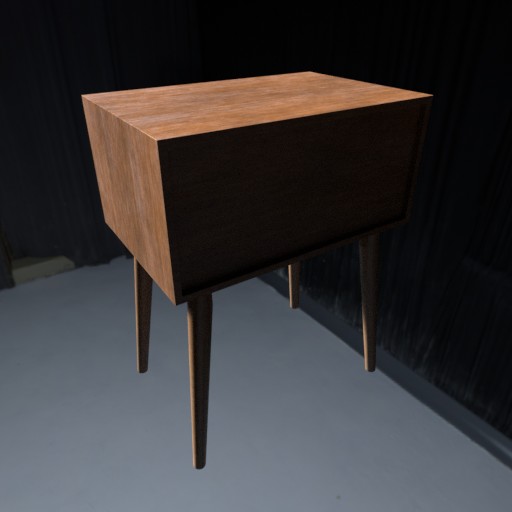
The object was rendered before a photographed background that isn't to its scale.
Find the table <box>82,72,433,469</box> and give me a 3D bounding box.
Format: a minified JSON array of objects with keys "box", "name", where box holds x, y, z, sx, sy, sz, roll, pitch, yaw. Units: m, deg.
[{"box":[0.000,0.000,0.835,0.454,0.580,0.307,-18,35,-28],"name":"table"}]
